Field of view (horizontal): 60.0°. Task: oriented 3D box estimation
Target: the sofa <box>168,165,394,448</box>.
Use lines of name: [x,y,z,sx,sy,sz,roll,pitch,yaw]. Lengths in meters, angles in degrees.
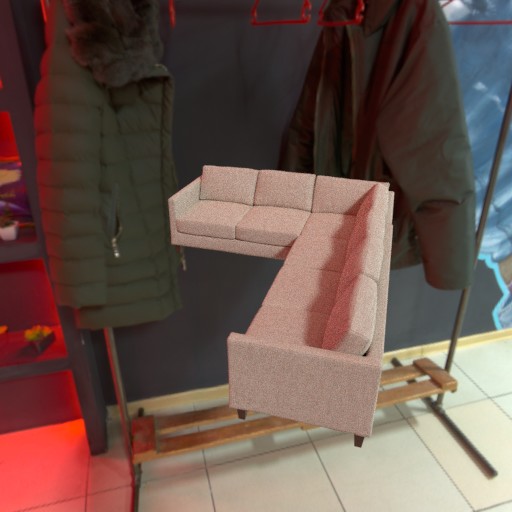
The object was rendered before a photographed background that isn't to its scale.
sofa: [0.000,0.000,4.228,2.432,0.863,3.182,8,28,15]
